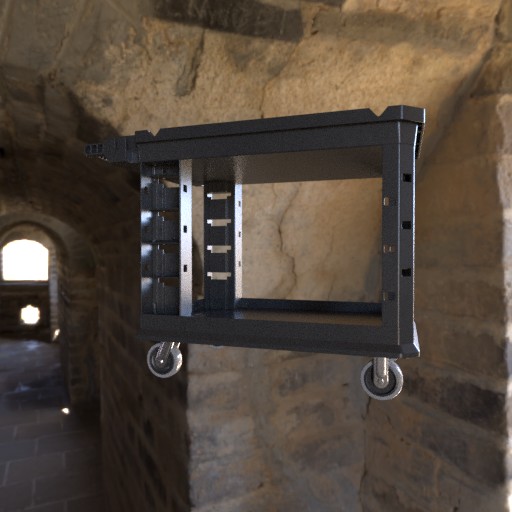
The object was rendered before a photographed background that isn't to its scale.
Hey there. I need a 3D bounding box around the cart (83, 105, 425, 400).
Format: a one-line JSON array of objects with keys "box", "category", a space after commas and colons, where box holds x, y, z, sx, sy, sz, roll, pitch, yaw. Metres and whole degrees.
[{"box": [0.000, 0.000, 1.775, 1.239, 0.884, 0.674, 0, 1, 18], "category": "cart"}]
